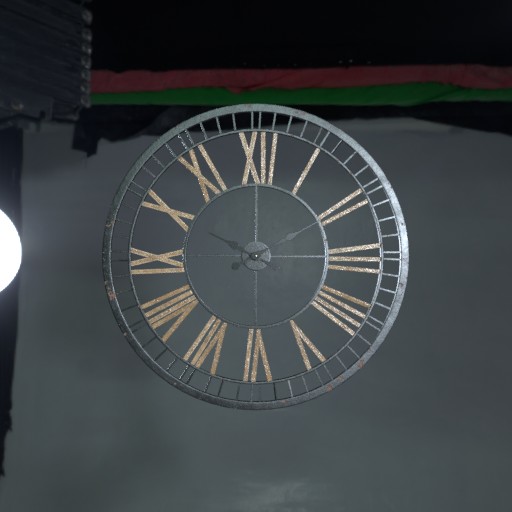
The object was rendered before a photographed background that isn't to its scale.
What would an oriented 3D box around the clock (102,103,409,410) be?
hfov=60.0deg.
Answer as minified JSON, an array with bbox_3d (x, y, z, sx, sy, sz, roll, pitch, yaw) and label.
[{"bbox_3d":[0.000,0.000,1.214,0.843,0.843,0.025,0,-1,0],"label":"clock"}]
